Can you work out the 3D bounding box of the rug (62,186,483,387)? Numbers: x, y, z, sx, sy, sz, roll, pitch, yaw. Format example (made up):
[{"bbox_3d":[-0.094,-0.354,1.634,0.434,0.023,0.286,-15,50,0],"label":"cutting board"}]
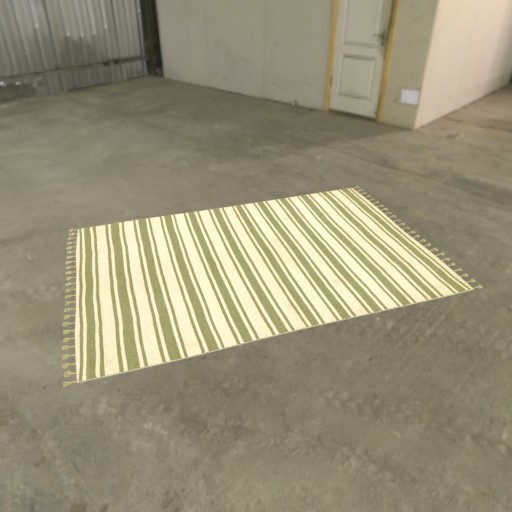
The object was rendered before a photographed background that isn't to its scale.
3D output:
[{"bbox_3d":[0.000,0.000,2.990,2.435,0.018,1.540,-10,35,-15],"label":"rug"}]
